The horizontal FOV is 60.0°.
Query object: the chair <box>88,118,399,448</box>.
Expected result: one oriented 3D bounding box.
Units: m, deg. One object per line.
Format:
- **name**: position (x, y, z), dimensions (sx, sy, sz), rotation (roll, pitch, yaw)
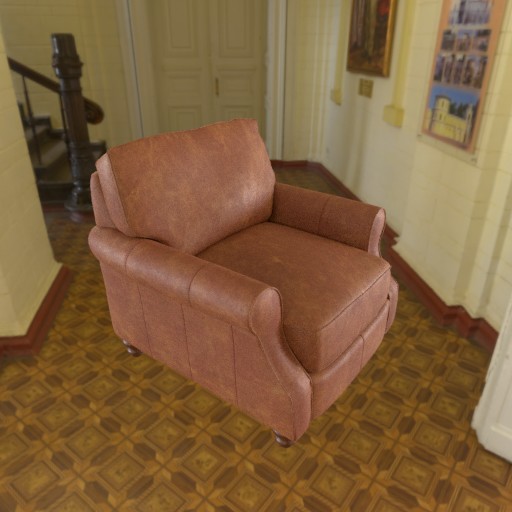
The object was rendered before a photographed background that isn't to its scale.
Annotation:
- **chair**: position (0.000, 0.000, 1.798), dimensions (0.986, 0.962, 0.983), rotation (19, 32, 33)
